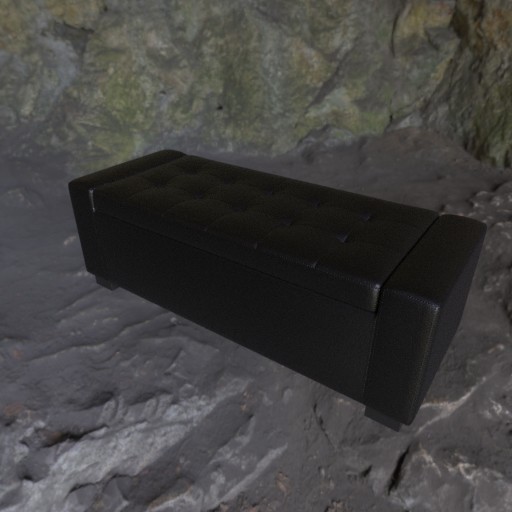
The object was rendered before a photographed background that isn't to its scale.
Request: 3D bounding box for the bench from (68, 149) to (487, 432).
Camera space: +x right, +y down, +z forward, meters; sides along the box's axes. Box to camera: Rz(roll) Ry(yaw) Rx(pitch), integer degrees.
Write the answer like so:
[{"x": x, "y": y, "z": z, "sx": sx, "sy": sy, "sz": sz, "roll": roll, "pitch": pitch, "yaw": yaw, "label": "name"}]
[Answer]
[{"x": 0.000, "y": 0.000, "z": 1.525, "sx": 1.296, "sy": 0.445, "sz": 0.508, "roll": 19, "pitch": 35, "yaw": 30, "label": "bench"}]
